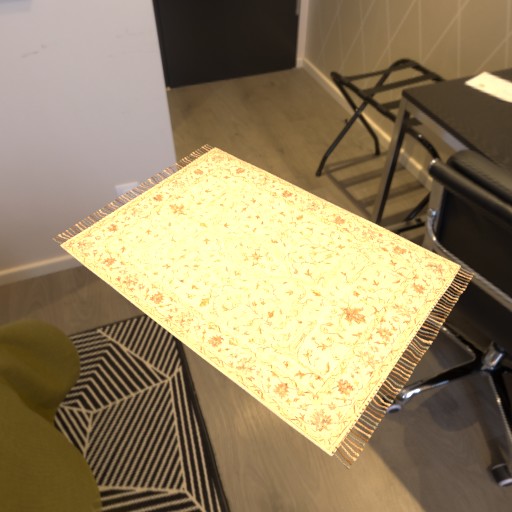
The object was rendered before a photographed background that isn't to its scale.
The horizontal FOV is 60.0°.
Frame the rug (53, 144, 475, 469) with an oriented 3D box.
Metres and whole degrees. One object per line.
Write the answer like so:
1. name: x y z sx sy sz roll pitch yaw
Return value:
1. rug: 0.000 0.000 2.306 1.861 0.017 1.218 31 54 26
